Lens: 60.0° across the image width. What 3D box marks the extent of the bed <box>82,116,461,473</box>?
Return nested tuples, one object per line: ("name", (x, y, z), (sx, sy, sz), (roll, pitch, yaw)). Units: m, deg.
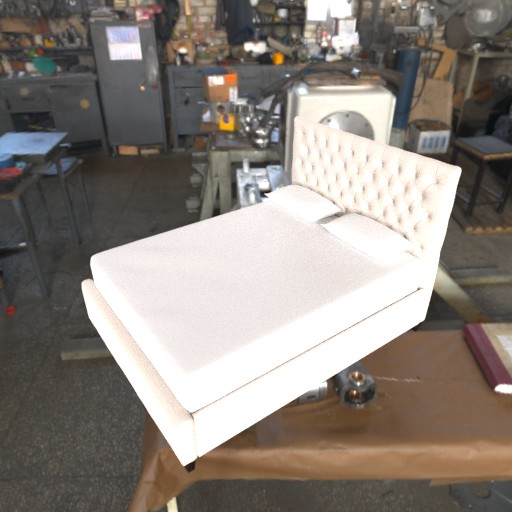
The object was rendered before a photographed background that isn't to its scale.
("bed", (0.000, 0.000, 3.347), (2.233, 1.426, 1.696), (-21, 37, -30))
